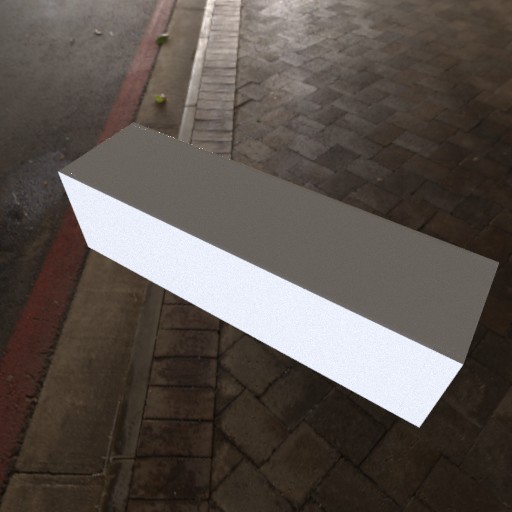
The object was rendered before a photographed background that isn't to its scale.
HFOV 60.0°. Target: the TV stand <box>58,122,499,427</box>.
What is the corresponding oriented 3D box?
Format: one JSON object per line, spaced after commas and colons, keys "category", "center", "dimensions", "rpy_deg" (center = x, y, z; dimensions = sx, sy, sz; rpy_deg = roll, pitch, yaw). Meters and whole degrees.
{"category": "TV stand", "center": [0.000, 0.000, 1.672], "dimensions": [1.500, 0.440, 0.410], "rpy_deg": [25, 52, 21]}
